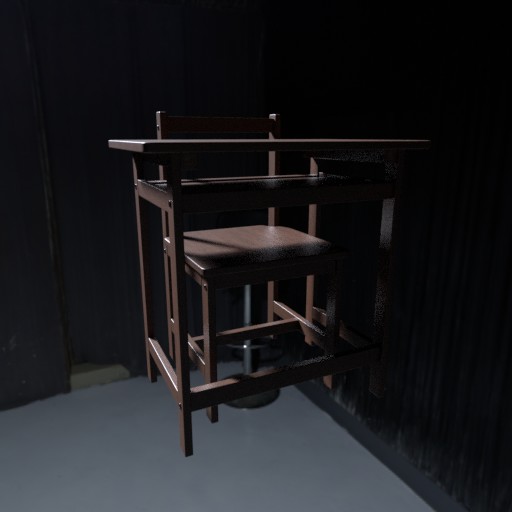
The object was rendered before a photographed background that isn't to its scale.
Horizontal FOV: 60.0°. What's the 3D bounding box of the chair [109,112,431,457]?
[{"bbox_3d":[0.000,0.000,1.068,0.599,0.673,0.463,-7,17,-24],"label":"chair"}]
